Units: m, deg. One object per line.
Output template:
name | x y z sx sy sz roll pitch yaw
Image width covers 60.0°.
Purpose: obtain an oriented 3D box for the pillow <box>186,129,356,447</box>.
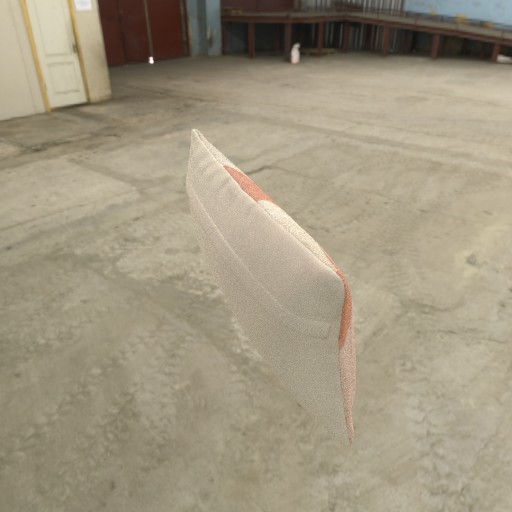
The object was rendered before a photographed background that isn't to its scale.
pillow | 0.000 0.000 0.743 0.155 0.292 0.609 -11 31 -18
